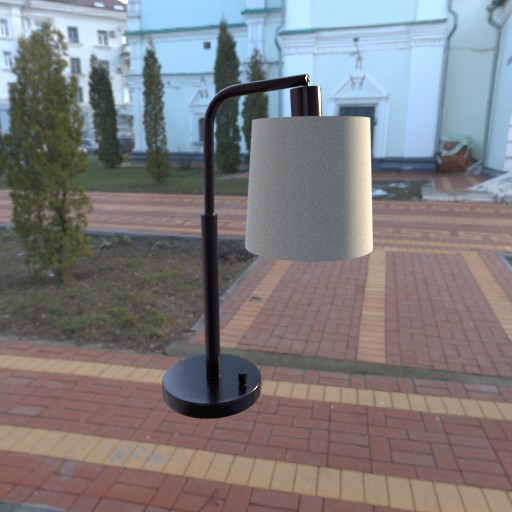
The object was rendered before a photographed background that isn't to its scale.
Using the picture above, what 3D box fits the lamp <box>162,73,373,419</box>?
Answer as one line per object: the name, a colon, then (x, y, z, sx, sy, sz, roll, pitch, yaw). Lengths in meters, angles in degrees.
lamp: (0.000, 0.000, 0.648, 0.333, 0.489, 0.171, 8, 16, 27)
